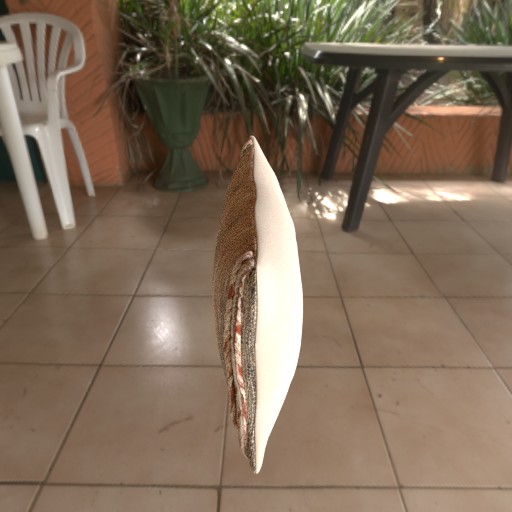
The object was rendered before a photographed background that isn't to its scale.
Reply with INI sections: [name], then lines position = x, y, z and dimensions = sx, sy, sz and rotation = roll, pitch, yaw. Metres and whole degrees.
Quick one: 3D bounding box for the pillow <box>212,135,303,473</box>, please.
[pillow]
position = 0.000, 0.000, 0.756
dimensions = 0.139, 0.282, 0.635
rotation = 0, 27, -1
